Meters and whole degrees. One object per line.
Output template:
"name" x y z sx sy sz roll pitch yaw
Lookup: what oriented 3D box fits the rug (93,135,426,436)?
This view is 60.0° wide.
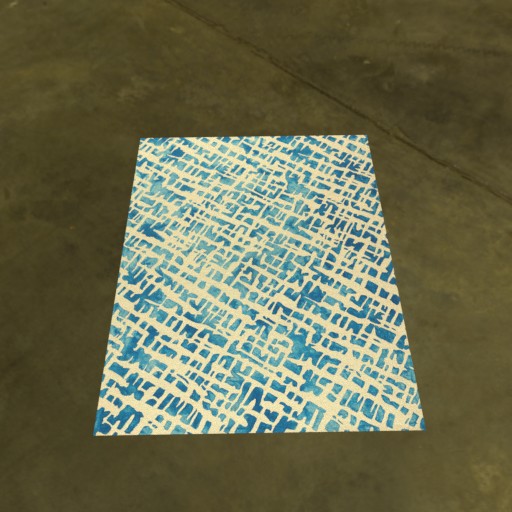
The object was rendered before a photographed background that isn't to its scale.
"rug" 0.000 0.000 3.997 2.435 0.007 3.007 -1 59 0
